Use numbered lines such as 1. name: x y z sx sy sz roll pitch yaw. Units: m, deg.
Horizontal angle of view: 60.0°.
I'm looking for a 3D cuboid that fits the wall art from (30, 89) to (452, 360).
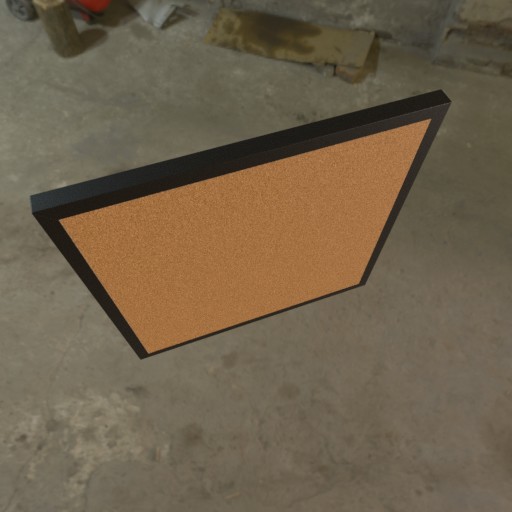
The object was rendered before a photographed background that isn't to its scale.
1. wall art: 0.000 0.000 1.103 0.765 0.765 0.038 -17 61 -10
